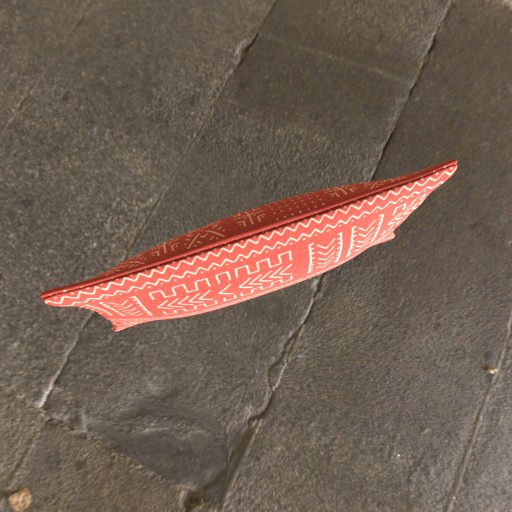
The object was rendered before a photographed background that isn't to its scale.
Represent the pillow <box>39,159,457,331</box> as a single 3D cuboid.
[{"bbox_3d":[0.000,0.000,0.796,0.640,0.352,0.130,-18,75,-5],"label":"pillow"}]
